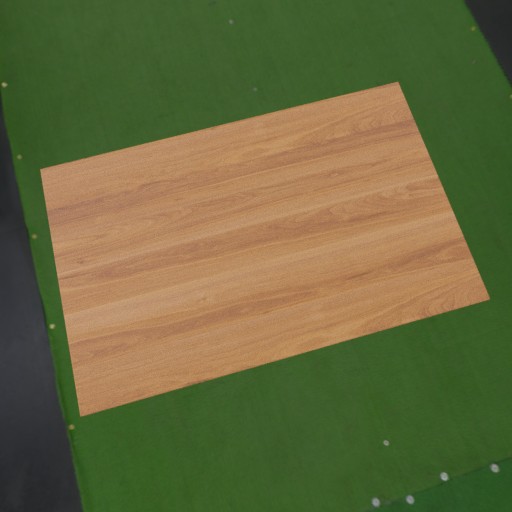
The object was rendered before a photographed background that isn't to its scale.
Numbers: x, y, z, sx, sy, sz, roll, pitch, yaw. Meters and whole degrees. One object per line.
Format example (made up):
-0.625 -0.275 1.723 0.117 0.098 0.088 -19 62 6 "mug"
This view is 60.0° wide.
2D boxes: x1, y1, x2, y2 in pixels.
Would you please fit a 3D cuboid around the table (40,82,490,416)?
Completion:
0.000 0.000 1.475 1.100 0.510 0.700 -15 75 -4 "table"
